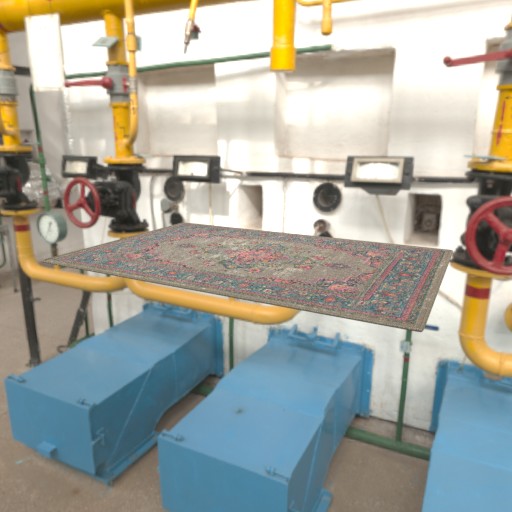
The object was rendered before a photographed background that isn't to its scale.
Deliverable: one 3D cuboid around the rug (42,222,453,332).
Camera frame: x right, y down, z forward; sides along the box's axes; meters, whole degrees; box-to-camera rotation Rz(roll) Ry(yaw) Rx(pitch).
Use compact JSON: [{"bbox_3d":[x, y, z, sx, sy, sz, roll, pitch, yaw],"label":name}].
[{"bbox_3d":[0.000,0.000,2.235,1.748,0.014,1.144,8,17,27],"label":"rug"}]
